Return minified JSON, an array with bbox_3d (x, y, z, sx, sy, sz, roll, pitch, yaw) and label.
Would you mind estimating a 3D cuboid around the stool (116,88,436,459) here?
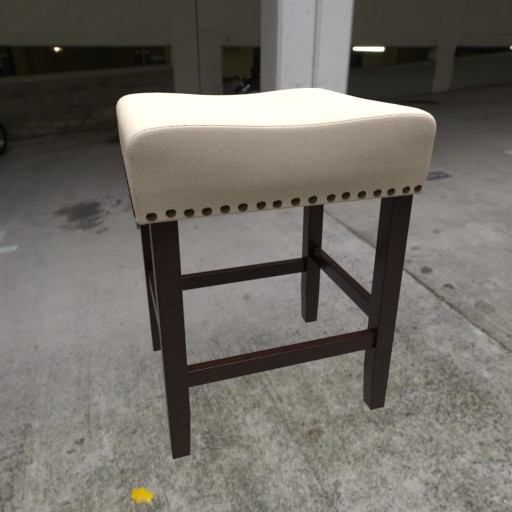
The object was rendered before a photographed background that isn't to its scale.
[{"bbox_3d":[0.000,0.000,0.909,0.471,0.609,0.401,-8,27,-16],"label":"stool"}]
